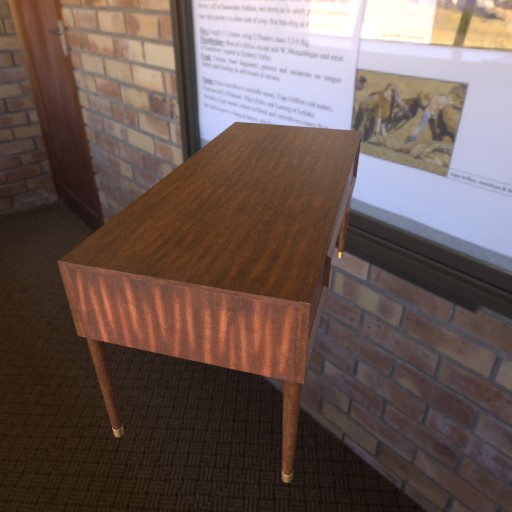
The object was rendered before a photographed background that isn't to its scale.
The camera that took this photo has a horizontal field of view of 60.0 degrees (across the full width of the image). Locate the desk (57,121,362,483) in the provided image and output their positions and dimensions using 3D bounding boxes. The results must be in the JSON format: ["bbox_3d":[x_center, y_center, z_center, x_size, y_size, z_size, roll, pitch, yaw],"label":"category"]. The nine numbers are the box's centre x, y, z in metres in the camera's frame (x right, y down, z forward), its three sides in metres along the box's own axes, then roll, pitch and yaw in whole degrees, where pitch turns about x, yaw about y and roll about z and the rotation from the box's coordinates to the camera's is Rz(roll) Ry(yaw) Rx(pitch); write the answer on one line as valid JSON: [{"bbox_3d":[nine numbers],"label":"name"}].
[{"bbox_3d":[0.000,0.000,1.992,0.724,0.762,1.575,8,32,14],"label":"desk"}]
